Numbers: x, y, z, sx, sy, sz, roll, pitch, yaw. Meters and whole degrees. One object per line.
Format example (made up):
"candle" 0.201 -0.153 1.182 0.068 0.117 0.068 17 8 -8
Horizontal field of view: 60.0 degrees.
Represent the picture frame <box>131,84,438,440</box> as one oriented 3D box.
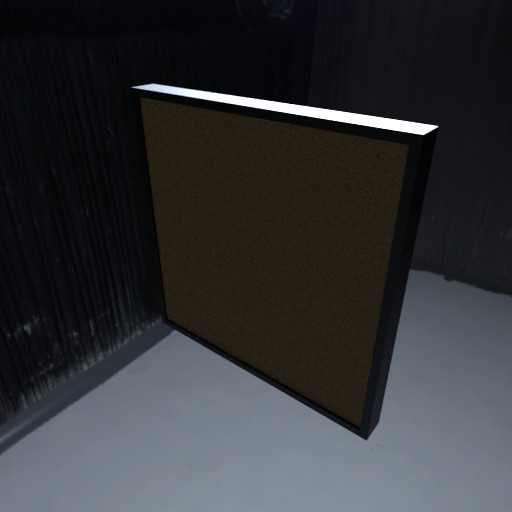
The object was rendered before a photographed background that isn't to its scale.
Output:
"picture frame" 0.000 0.000 0.478 0.317 0.317 0.030 21 36 33
